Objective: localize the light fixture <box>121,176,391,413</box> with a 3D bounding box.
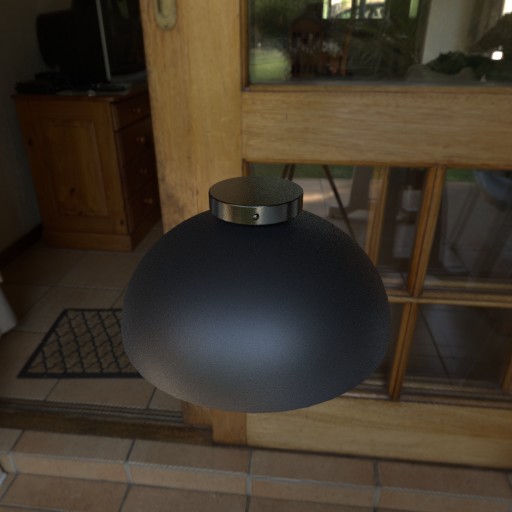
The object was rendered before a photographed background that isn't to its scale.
[{"bbox_3d":[0.000,0.000,0.566,0.355,0.177,0.355,0,27,0],"label":"light fixture"}]
